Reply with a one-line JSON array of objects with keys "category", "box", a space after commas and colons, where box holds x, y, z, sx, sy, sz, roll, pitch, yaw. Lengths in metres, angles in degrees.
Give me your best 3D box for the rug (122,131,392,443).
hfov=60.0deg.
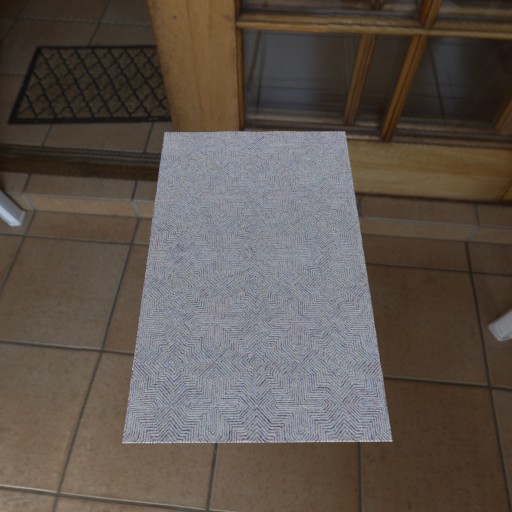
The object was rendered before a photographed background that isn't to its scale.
[{"category": "rug", "box": [0.000, 0.000, 3.104, 1.519, 0.007, 2.428, 0, 59, 0]}]
